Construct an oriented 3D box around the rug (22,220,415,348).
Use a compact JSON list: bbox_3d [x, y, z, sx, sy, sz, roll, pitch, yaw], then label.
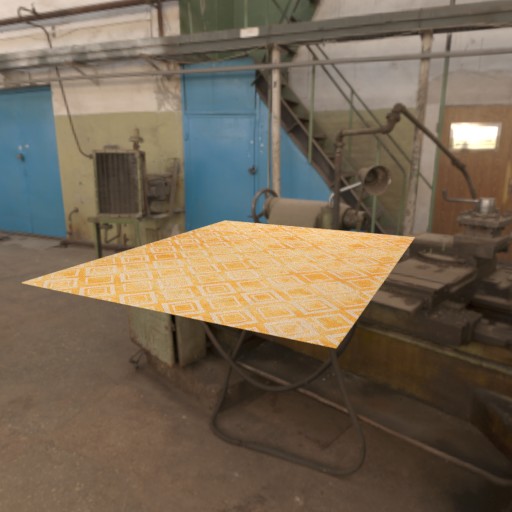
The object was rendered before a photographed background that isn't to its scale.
[{"bbox_3d":[0.000,0.000,4.117,2.433,0.011,3.037,7,16,26],"label":"rug"}]
